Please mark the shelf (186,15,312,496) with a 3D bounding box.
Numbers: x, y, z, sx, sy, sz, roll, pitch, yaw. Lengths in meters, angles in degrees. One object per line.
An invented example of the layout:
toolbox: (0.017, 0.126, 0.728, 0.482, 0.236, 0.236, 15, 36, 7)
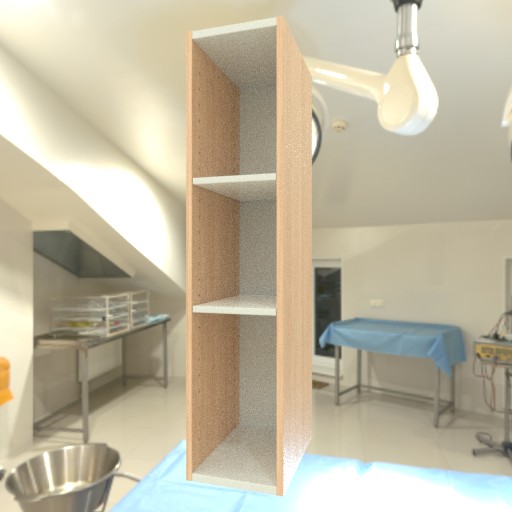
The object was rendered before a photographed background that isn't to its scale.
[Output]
shelf: (0.000, 0.000, 0.979, 0.197, 0.882, 0.290, 0, 0, 18)
